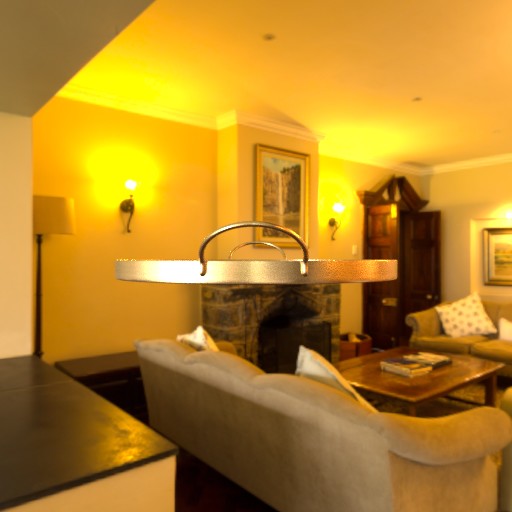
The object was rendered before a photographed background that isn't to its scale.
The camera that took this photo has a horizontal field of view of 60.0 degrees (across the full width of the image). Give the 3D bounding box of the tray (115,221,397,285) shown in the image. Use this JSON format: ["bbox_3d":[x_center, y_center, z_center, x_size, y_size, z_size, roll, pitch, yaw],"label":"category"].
[{"bbox_3d":[0.000,0.000,0.722,0.438,0.069,0.543,0,0,1],"label":"tray"}]
